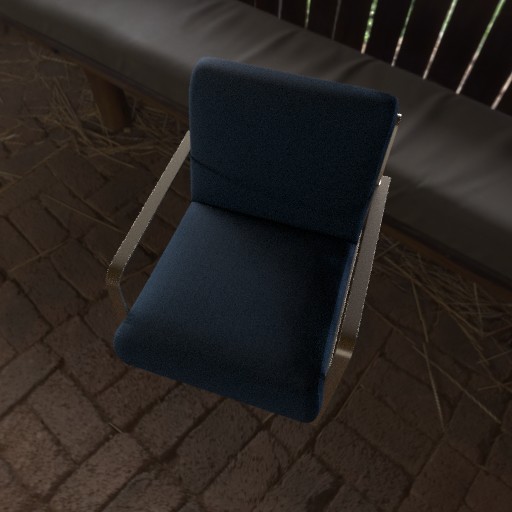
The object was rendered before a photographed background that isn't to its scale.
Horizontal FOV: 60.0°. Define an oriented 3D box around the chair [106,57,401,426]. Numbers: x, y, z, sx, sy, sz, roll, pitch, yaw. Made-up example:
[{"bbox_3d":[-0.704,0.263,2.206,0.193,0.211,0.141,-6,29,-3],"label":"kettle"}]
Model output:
[{"bbox_3d":[0.000,0.000,1.434,0.692,0.831,0.859,15,60,9],"label":"chair"}]
